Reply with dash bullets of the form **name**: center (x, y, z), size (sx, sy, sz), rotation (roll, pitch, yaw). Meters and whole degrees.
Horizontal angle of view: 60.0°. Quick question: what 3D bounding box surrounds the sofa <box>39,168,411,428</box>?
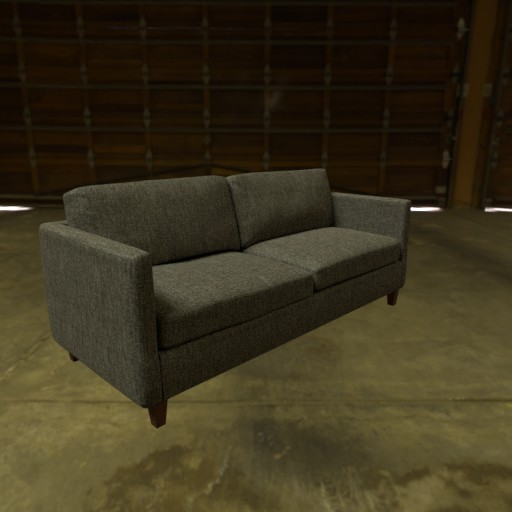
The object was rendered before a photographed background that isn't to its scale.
- **sofa**: center (0.000, 0.000, 2.720), size (0.948, 0.960, 2.208), rotation (14, 20, 43)
